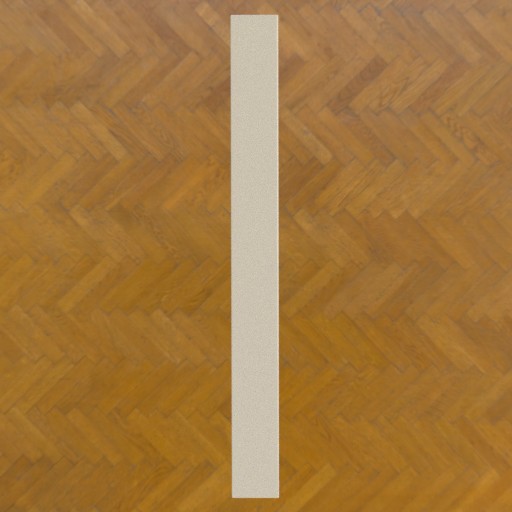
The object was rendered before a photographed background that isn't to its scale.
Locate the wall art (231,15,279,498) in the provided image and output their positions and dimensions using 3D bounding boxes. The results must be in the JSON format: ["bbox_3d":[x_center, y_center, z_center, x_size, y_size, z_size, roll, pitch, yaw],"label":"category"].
[{"bbox_3d":[0.000,0.000,0.479,0.038,0.259,0.381,0,91,0],"label":"wall art"}]
